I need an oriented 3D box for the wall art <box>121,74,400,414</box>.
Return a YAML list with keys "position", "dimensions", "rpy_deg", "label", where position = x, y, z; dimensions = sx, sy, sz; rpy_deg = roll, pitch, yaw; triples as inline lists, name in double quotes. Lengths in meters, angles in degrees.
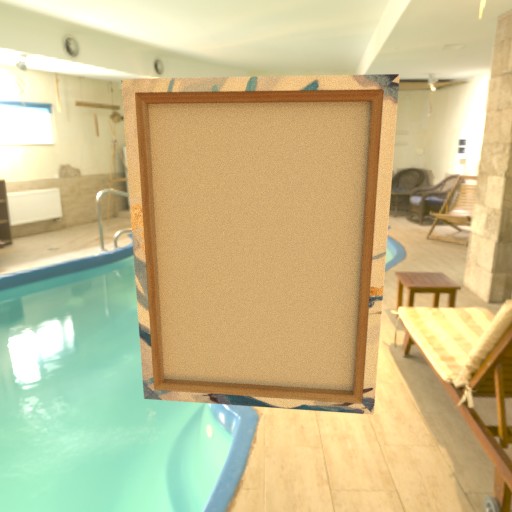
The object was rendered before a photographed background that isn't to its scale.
- position: [0.000, 0.000, 1.346]
  dimensions: [0.761, 1.015, 0.038]
  rpy_deg: [2, 15, 7]
  label: "wall art"
